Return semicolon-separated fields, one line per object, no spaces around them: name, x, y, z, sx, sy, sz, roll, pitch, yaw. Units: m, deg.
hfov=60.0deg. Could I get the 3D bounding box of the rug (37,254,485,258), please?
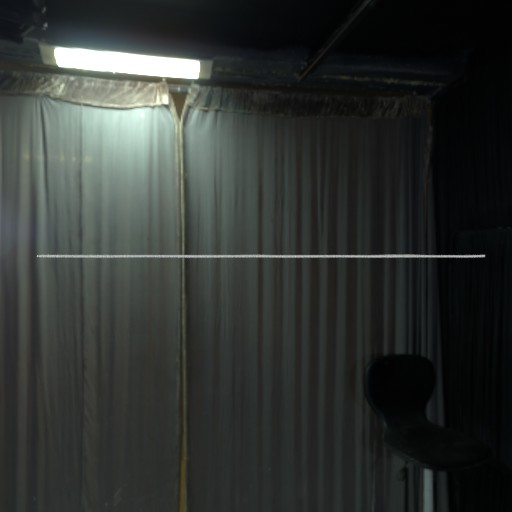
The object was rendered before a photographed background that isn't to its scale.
rug;0.000;0.000;1.060;0.869;0.008;0.511;0;0;-17
